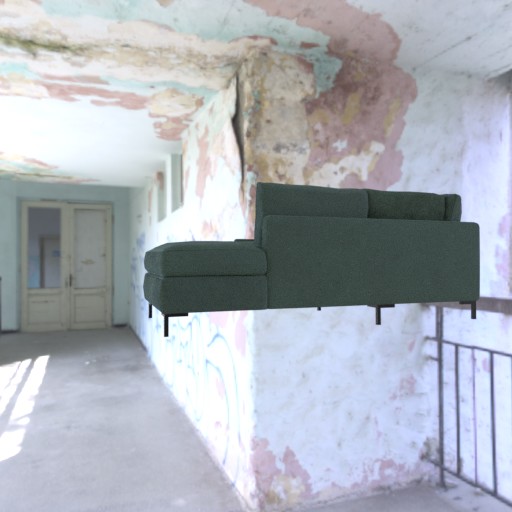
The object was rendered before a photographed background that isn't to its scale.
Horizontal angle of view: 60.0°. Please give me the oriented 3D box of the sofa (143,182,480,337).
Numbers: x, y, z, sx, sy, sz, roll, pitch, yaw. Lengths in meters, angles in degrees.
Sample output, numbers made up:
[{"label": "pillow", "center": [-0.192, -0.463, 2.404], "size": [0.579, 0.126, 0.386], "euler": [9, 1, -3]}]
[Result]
[{"label": "sofa", "center": [0.000, 0.000, 3.235], "size": [1.707, 0.687, 2.486], "euler": [0, 0, -19]}]
